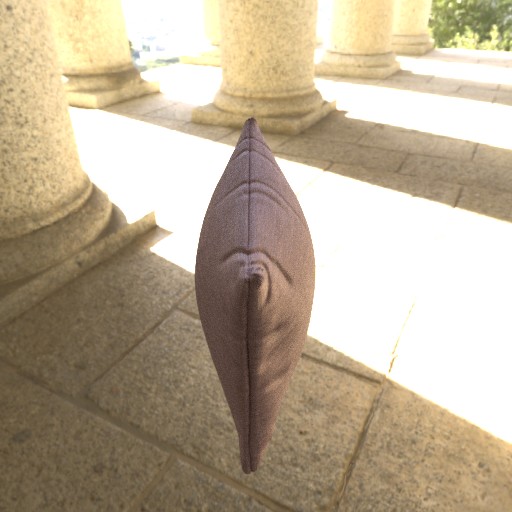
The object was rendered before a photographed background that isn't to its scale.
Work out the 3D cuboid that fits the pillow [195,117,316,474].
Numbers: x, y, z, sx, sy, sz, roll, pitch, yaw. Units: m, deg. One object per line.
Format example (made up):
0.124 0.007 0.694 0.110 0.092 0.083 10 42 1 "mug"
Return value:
0.000 0.000 0.805 0.210 0.338 0.633 0 32 0 "pillow"
